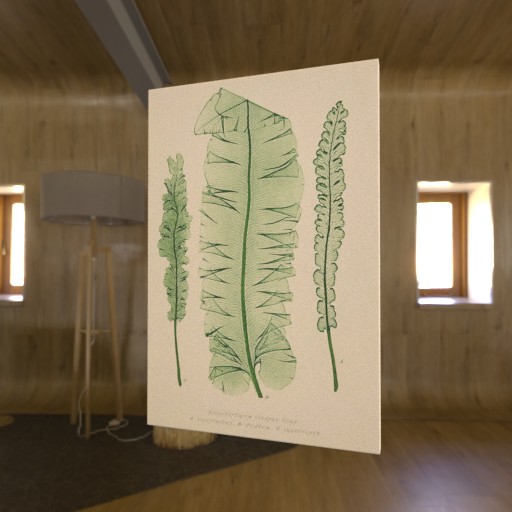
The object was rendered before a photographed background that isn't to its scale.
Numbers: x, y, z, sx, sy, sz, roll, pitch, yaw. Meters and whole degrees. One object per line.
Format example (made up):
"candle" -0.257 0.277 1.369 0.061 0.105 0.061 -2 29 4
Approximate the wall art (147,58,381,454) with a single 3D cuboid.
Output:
"wall art" 0.000 0.000 1.136 0.610 0.914 0.038 0 -1 18
